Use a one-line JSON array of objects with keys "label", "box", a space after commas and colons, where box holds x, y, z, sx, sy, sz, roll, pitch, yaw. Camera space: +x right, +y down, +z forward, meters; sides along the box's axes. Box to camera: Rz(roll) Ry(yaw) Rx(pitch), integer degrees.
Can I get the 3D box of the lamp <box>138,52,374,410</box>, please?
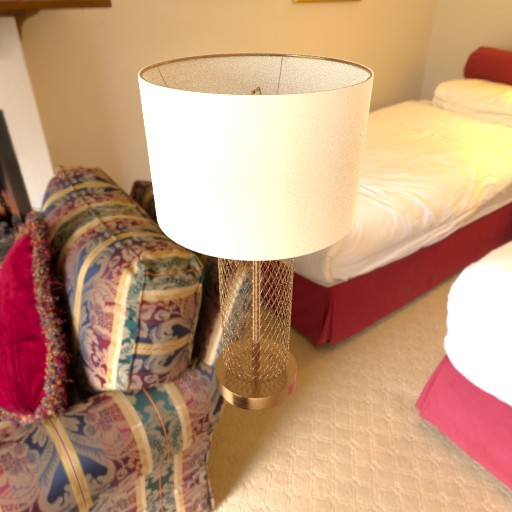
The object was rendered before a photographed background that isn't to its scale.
[{"label": "lamp", "box": [0.000, 0.000, 0.613, 0.252, 0.483, 0.252, 9, 33, 14]}]
